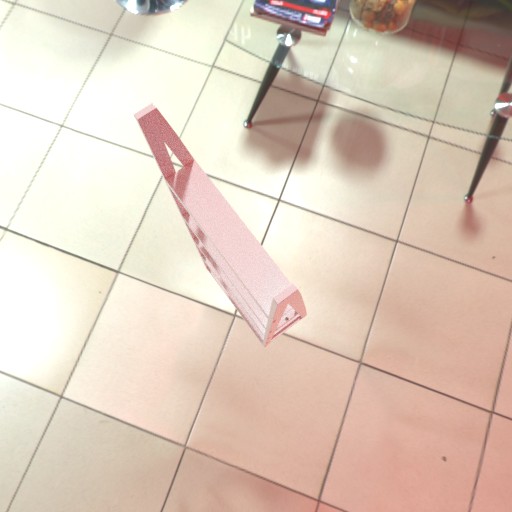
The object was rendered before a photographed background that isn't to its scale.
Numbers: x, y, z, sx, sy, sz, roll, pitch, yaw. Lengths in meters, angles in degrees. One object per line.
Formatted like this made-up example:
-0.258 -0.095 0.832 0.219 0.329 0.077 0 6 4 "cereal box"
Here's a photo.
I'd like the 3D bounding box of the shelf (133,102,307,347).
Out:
0.000 0.000 1.994 0.341 1.779 0.636 -36 78 -9 "shelf"
